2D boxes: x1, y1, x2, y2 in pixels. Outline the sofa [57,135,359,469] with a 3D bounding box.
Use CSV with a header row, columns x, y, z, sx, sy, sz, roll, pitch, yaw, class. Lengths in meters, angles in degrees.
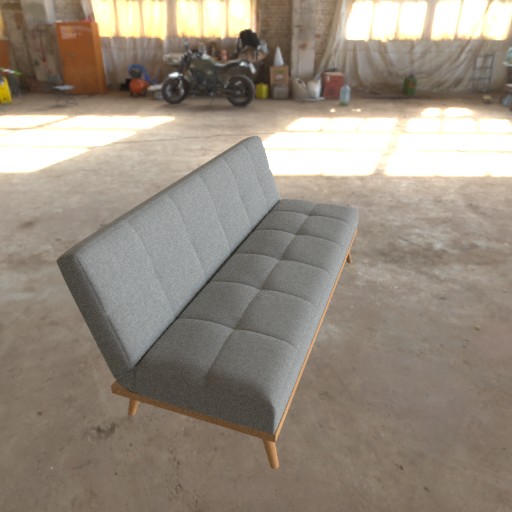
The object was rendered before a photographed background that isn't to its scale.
x,y,z,sx,sy,sz,roll,pitch,yaw,class
0.000,0.000,2.273,0.800,0.800,1.820,10,30,18,sofa
